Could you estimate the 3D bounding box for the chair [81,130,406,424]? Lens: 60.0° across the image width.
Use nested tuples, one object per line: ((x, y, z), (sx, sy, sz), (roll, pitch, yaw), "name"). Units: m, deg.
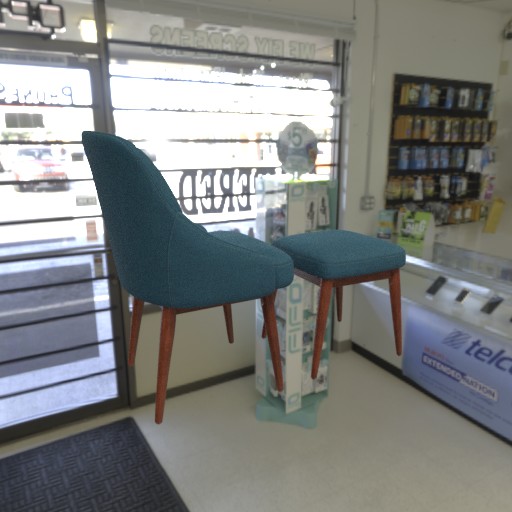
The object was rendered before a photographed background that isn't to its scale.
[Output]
((0.000, 0.000, 1.612), (1.114, 0.866, 0.584), (-7, 16, -26), "chair")
